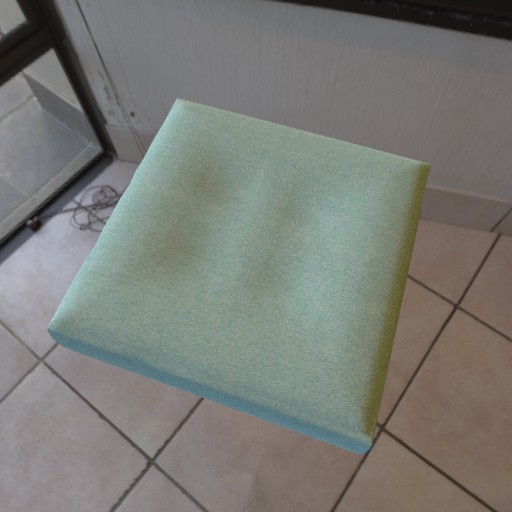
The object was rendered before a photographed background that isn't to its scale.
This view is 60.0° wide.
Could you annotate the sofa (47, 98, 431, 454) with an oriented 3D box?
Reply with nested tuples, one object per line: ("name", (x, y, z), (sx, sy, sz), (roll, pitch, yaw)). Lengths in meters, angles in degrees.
("sofa", (0.000, 0.000, 1.446), (0.930, 0.330, 0.930), (17, 65, 8))
